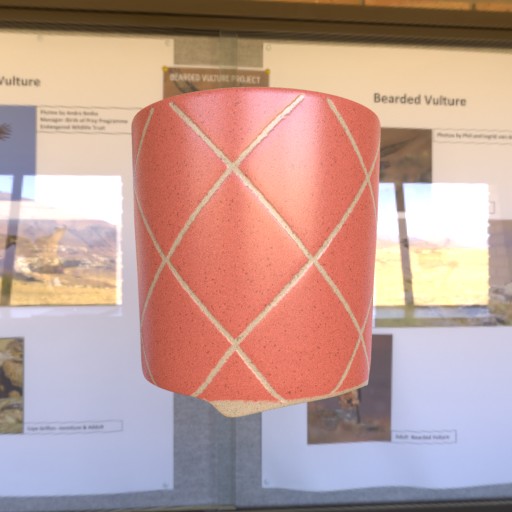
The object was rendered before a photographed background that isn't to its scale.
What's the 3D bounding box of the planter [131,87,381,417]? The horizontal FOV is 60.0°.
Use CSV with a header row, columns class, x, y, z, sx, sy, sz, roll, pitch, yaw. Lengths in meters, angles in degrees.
class,x,y,z,sx,sy,sz,roll,pitch,yaw
planter,0.000,0.000,0.419,0.227,0.235,0.227,0,0,0
